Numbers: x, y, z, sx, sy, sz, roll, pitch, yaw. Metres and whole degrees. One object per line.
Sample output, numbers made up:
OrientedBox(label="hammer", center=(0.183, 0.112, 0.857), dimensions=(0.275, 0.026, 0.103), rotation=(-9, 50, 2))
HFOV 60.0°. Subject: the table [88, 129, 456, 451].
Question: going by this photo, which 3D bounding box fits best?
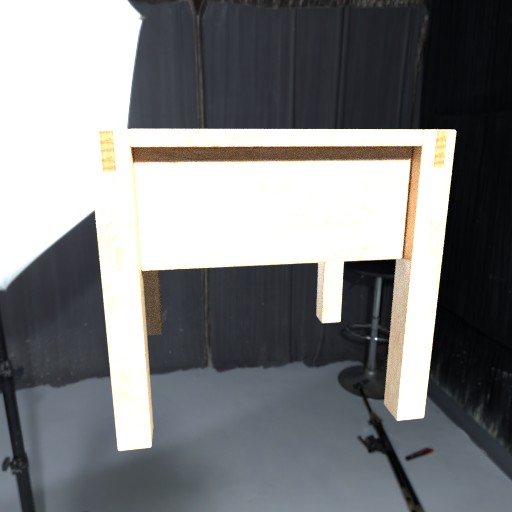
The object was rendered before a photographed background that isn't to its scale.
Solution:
OrientedBox(label="table", center=(0.000, 0.000, 0.831), dimensions=(0.480, 0.450, 0.440), rotation=(-2, 15, -9))
